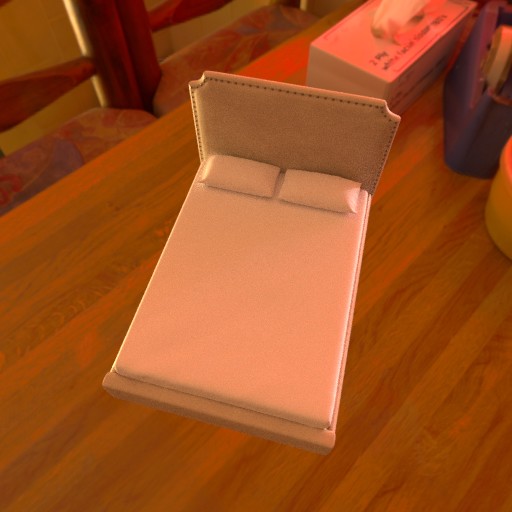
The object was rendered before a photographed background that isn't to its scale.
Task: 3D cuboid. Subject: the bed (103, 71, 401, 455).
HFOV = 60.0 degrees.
[{"bbox_3d":[0.000,0.000,3.440,1.712,1.443,2.372,12,59,8],"label":"bed"}]
